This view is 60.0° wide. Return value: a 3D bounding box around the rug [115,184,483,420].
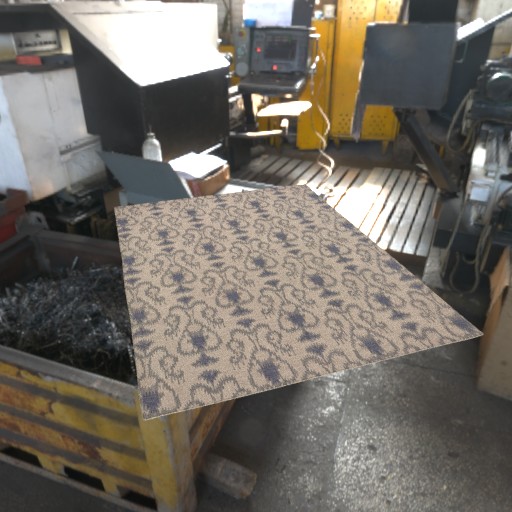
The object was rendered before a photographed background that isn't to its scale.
[{"bbox_3d":[0.000,0.000,4.201,2.437,0.015,3.205,-9,31,-16],"label":"rug"}]
